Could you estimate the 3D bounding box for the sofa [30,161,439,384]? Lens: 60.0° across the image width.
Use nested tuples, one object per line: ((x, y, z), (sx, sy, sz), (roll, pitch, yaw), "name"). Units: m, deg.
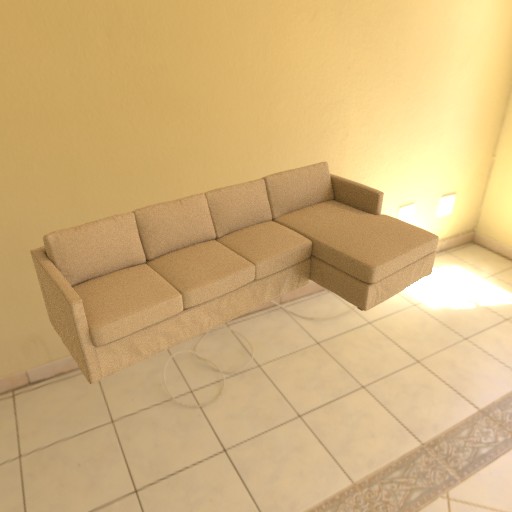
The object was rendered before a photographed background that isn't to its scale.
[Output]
((0.000, 0.000, 3.839), (3.177, 0.867, 1.622), (-21, 35, -33), "sofa")
